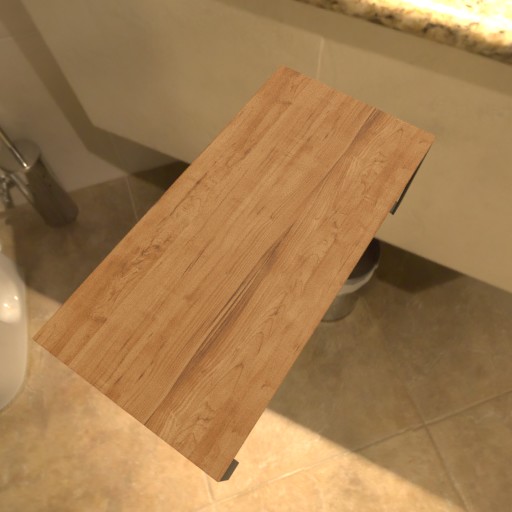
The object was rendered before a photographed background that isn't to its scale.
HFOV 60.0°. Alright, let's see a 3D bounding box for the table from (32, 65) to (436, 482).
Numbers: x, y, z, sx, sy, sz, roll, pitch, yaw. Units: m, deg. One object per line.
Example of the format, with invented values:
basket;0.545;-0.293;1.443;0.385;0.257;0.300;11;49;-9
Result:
table;0.000;0.000;1.444;0.590;0.400;1.180;31;68;14
